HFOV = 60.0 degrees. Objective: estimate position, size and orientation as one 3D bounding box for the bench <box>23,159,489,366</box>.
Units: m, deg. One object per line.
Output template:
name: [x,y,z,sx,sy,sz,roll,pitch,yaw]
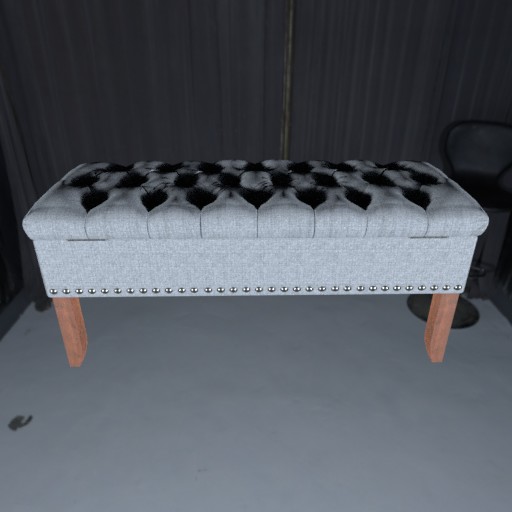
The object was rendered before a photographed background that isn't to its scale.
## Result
bench: [0.000,0.000,1.261,1.052,0.470,0.417,0,28,-1]
